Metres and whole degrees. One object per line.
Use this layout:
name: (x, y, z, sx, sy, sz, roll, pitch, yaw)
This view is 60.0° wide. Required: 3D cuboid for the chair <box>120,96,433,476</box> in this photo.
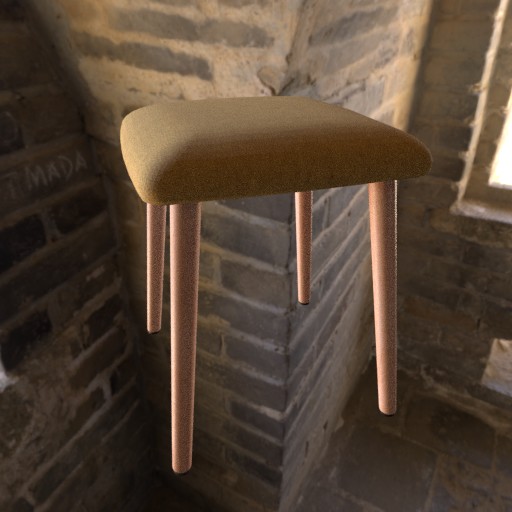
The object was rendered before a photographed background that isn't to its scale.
chair: (0.000, 0.000, 0.679, 0.350, 0.440, 0.350, -9, 29, -16)
